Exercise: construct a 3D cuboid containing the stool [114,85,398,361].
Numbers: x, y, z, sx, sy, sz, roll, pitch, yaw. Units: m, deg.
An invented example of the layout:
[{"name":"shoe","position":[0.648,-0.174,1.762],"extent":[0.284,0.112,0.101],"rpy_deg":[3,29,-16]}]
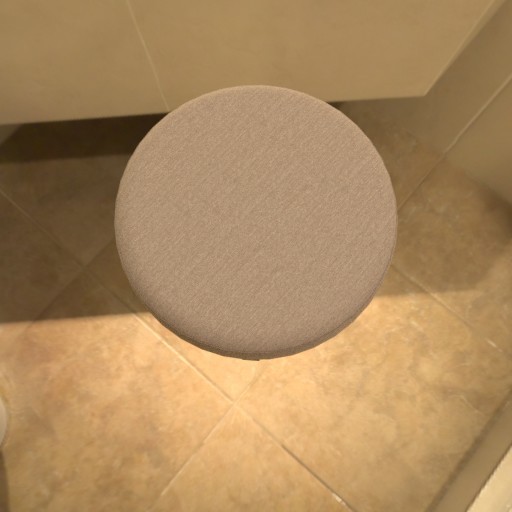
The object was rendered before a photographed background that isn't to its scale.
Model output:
[{"name":"stool","position":[0.000,0.000,0.965],"extent":[0.443,0.672,0.443],"rpy_deg":[0,77,0]}]
